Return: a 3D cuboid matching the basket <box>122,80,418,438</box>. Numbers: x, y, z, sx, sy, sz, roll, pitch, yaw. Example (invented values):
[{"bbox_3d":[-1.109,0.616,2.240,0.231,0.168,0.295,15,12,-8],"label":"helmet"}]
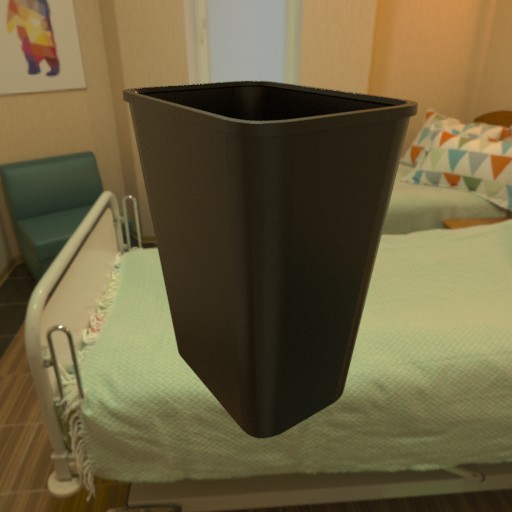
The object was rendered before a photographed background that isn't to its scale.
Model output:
[{"bbox_3d":[0.000,0.000,0.758,0.287,0.521,0.394,-17,32,-31],"label":"basket"}]
